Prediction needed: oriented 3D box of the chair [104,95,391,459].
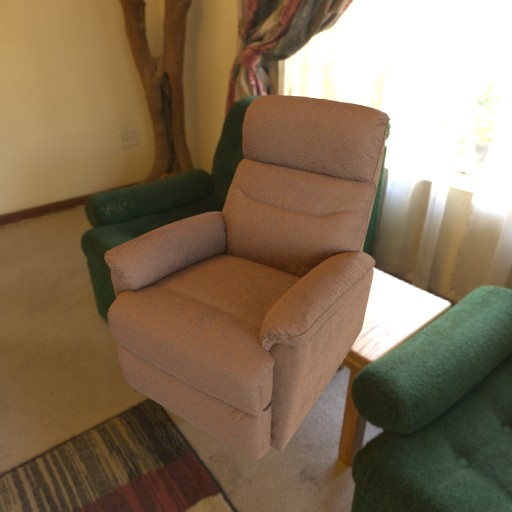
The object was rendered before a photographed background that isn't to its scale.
[{"bbox_3d":[0.000,0.000,1.695,0.820,1.037,1.004,18,34,29],"label":"chair"}]
